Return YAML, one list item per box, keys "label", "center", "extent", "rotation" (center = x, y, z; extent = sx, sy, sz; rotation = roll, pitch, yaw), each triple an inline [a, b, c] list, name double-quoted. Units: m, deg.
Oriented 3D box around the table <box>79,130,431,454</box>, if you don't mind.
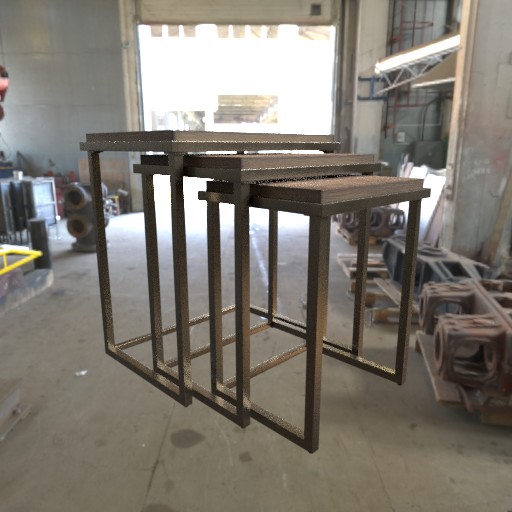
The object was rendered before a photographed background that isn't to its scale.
- label: "table"
  center: [0.000, 0.000, 1.139]
  extent: [0.559, 0.610, 0.706]
  rotation: [-14, 19, -43]
